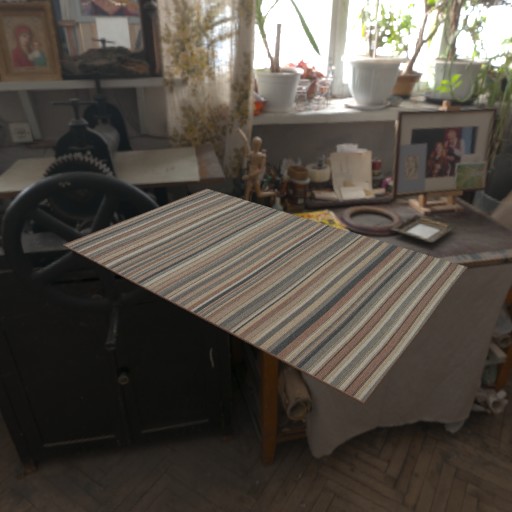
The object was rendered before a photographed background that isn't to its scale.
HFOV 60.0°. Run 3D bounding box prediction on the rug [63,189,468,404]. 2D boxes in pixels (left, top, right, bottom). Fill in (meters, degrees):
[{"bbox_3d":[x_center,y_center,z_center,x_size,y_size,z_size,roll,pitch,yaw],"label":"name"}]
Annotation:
[{"bbox_3d":[0.000,0.000,3.133,2.438,0.014,1.523,21,35,33],"label":"rug"}]
